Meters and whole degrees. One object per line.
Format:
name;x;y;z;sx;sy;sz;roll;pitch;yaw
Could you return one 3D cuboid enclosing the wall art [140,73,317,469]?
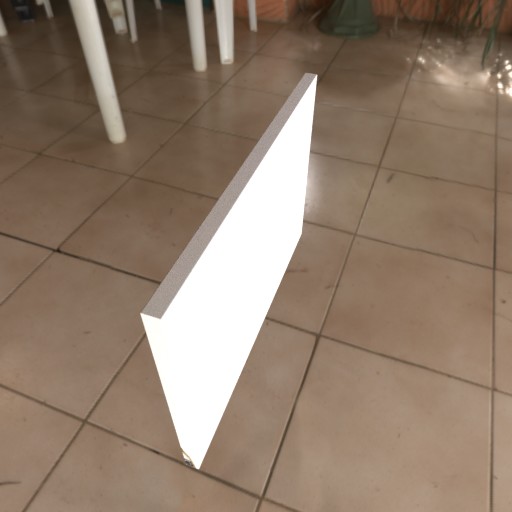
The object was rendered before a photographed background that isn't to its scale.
wall art;0.000;0.000;1.157;0.038;0.601;0.898;15;47;14
